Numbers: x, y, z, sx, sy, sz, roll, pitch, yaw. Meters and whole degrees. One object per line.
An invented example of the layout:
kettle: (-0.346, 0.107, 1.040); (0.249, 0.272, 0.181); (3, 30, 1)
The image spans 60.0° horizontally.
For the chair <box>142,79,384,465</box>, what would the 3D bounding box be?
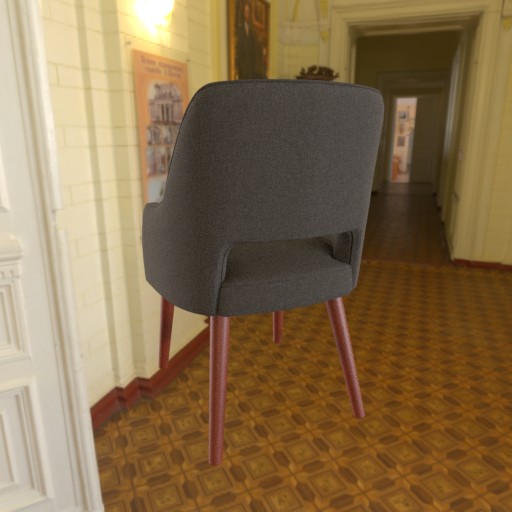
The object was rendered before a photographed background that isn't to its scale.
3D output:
chair: (0.000, 0.000, 1.201); (0.559, 0.838, 0.560); (-7, 17, -24)
